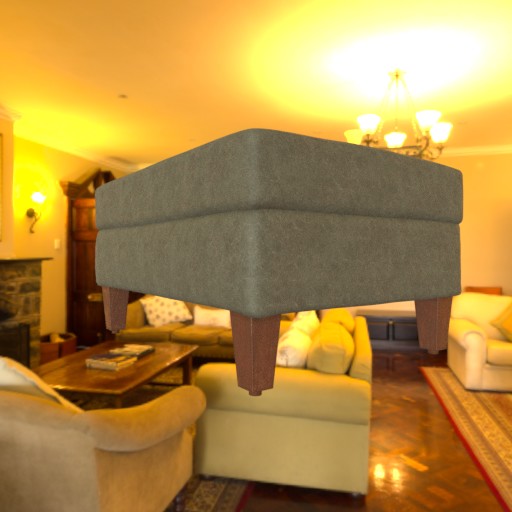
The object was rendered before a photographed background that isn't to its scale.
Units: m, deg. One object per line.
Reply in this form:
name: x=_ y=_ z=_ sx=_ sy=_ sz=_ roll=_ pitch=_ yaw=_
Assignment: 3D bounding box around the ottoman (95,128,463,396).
ottoman: x=0.000 y=0.000 z=1.200 sx=0.639 sy=0.464 sz=0.839 roll=0 pitch=0 yaw=-36
